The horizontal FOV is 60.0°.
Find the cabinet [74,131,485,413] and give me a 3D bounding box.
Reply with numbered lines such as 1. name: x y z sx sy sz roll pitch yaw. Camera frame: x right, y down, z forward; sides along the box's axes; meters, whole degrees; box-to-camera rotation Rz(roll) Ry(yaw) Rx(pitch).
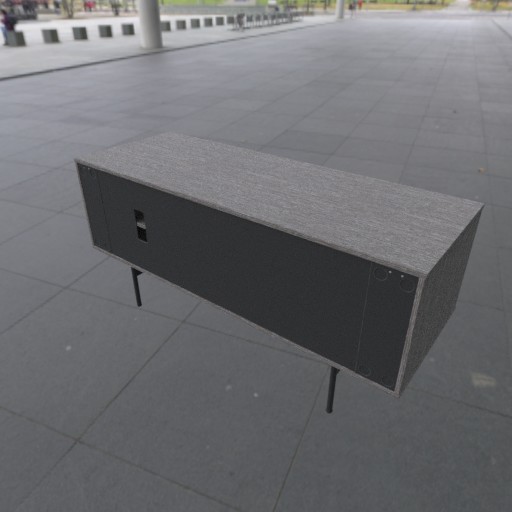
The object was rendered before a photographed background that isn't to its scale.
1. cabinet: 0.000 0.000 1.602 1.300 0.599 0.500 21 36 32
